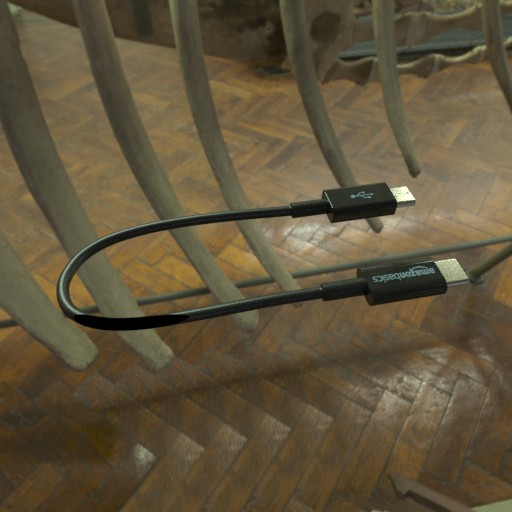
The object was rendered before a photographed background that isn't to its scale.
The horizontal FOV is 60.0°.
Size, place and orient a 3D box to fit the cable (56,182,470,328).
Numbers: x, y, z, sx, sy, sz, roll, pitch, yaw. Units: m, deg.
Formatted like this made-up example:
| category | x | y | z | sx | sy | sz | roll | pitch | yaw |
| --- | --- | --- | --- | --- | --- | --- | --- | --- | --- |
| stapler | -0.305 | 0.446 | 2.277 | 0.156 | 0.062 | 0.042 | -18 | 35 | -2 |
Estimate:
| category | x | y | z | sx | sy | sz | roll | pitch | yaw |
| --- | --- | --- | --- | --- | --- | --- | --- | --- | --- |
| cable | 0.000 | 0.000 | 0.114 | 0.098 | 0.006 | 0.040 | -8 | 48 | -7 |
